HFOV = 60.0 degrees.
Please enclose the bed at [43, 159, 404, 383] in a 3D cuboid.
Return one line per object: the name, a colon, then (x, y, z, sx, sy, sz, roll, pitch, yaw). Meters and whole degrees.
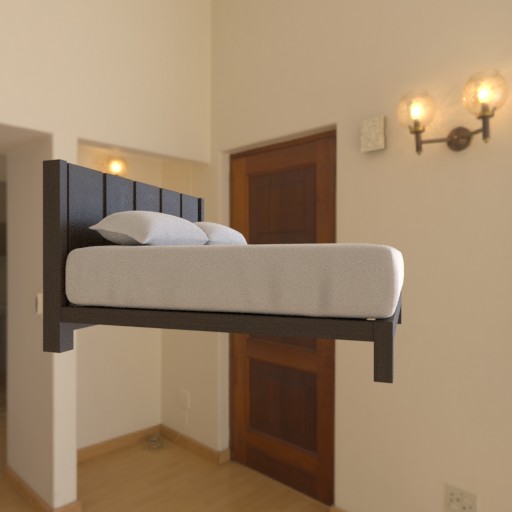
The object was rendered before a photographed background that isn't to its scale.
bed: (0.000, 0.000, 3.561, 2.238, 1.261, 2.143, 0, 0, 19)
